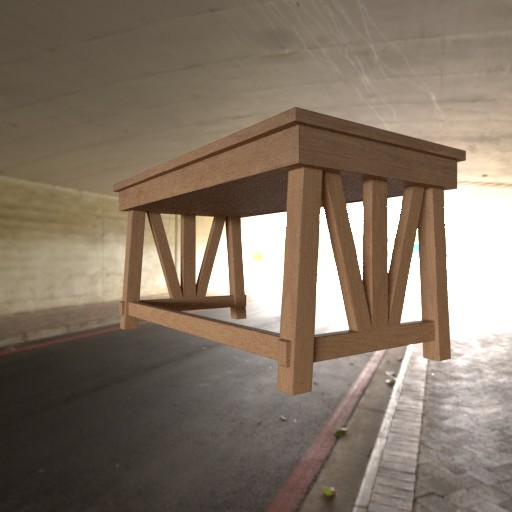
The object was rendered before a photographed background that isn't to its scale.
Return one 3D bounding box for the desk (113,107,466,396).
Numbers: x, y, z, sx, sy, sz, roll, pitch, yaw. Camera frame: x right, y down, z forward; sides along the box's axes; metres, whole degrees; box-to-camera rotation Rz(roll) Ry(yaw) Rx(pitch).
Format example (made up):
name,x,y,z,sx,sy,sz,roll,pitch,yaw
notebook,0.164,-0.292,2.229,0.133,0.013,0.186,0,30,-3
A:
name,x,y,z,sx,sy,sz,roll,pitch,yaw
desk,0.000,0.000,1.989,0.813,0.762,1.499,0,0,-35
